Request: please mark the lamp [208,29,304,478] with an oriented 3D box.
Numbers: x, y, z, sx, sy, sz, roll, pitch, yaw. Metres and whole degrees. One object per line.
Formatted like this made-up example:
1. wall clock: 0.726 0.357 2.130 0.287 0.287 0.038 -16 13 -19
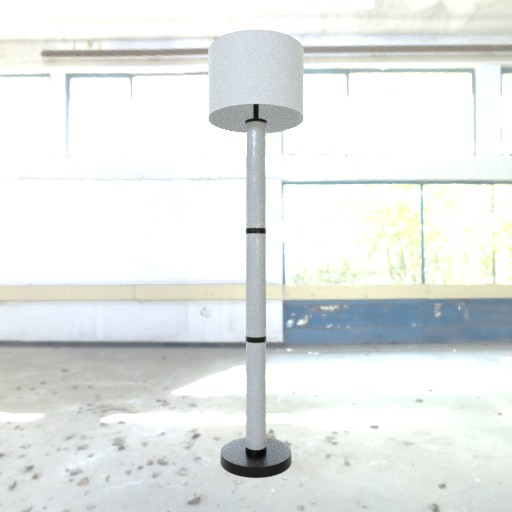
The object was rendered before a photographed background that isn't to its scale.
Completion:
1. lamp: 0.000 0.000 1.738 0.377 1.599 0.377 0 0 2
